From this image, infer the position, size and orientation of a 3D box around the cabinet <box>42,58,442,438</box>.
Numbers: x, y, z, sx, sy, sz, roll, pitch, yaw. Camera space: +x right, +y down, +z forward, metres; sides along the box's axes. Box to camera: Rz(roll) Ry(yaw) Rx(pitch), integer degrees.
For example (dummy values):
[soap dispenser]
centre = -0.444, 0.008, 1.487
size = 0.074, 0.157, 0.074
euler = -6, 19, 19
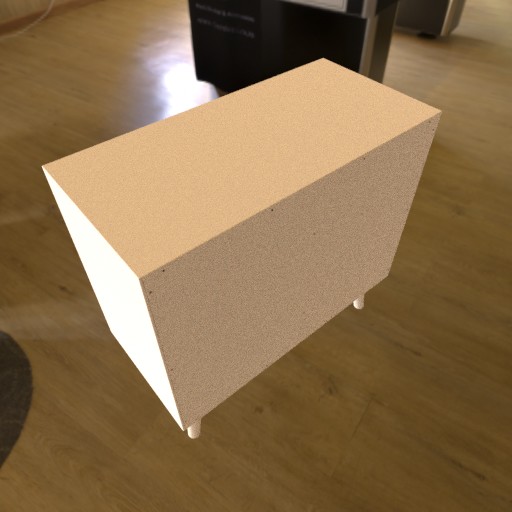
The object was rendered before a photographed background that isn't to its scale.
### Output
[cabinet]
centre = 0.000, 0.000, 1.236
size = 0.800, 0.761, 0.398
euler = -31, 54, -26
